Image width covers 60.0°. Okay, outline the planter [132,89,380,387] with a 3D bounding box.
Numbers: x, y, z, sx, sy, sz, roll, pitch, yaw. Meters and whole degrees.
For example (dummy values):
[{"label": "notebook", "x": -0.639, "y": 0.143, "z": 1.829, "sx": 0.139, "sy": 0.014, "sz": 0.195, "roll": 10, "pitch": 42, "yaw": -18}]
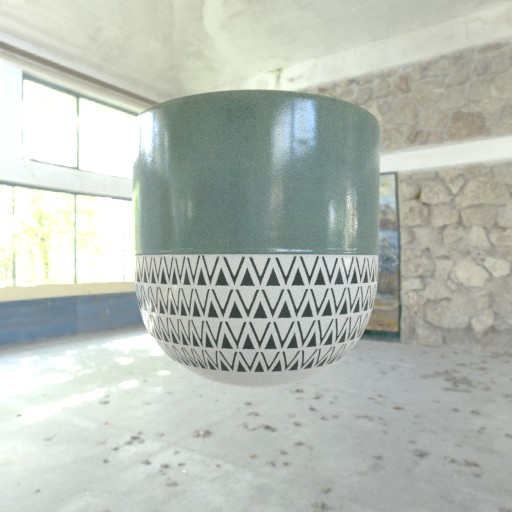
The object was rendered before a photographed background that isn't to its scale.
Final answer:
[{"label": "planter", "x": 0.000, "y": 0.000, "z": 0.492, "sx": 0.266, "sy": 0.270, "sz": 0.266, "roll": 0, "pitch": -1, "yaw": 0}]
